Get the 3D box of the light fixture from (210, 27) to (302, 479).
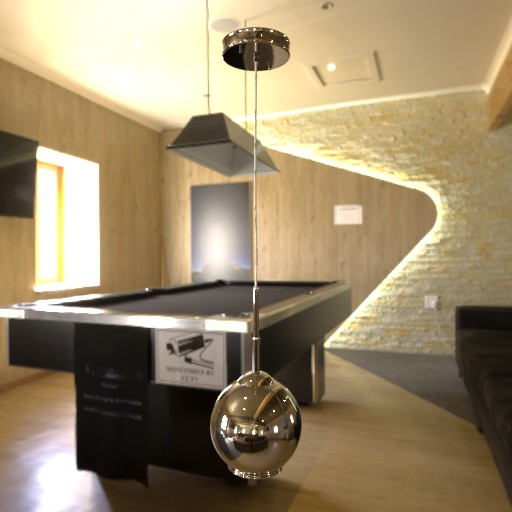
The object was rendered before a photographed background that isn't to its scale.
[{"bbox_3d":[0.000,0.000,1.619,0.336,1.538,0.336,0,1,36],"label":"light fixture"}]
